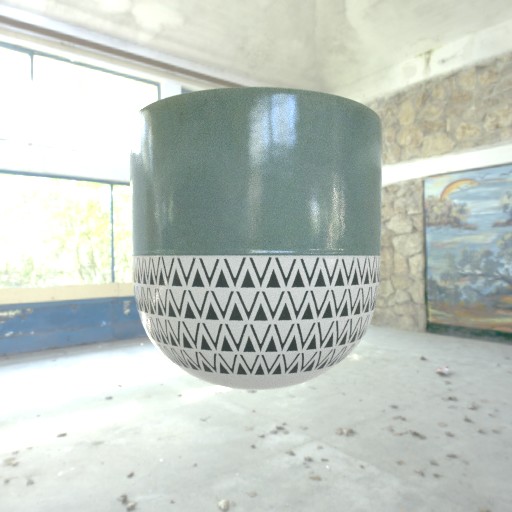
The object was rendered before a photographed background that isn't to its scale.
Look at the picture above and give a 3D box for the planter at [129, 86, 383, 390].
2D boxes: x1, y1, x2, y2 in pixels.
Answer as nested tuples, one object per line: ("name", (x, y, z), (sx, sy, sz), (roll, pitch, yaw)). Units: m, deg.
("planter", (0.000, 0.000, 0.484), (0.266, 0.270, 0.266), (0, 0, 0))
